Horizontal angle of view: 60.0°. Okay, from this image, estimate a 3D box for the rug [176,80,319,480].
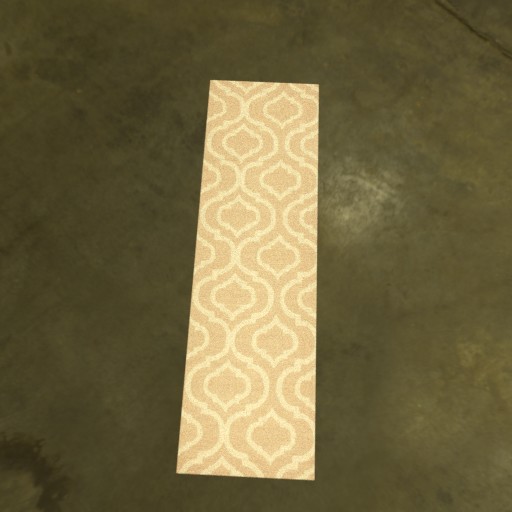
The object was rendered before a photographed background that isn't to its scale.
[{"bbox_3d":[0.000,0.000,2.514,0.691,0.013,2.289,3,75,1],"label":"rug"}]
